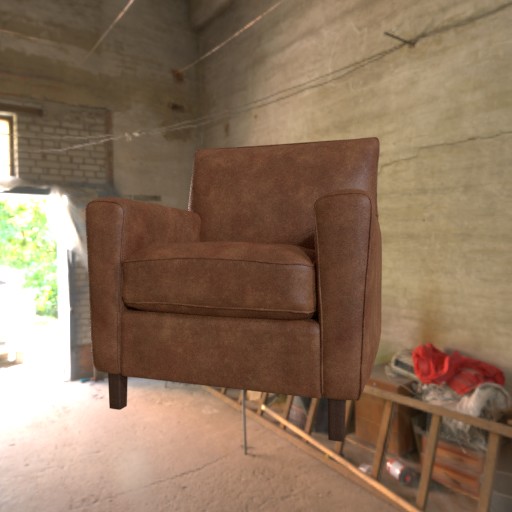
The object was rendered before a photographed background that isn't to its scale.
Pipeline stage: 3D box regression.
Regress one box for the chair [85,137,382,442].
[{"bbox_3d":[0.000,0.000,1.592,0.870,0.943,0.823,1,2,19],"label":"chair"}]
